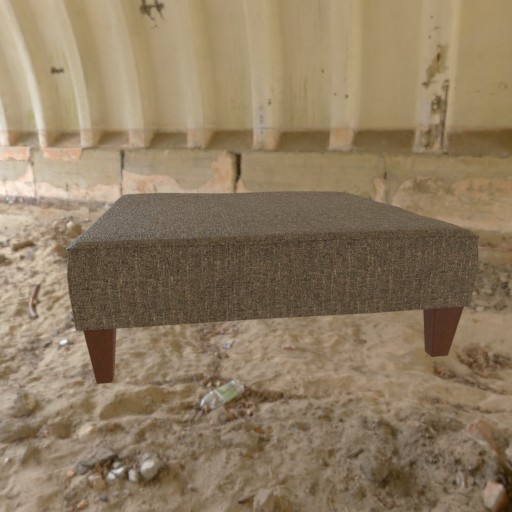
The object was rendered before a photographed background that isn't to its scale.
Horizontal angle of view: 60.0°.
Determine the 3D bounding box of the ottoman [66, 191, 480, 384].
[{"bbox_3d":[0.000,0.000,1.530,1.016,0.379,0.981,-2,14,-9],"label":"ottoman"}]
